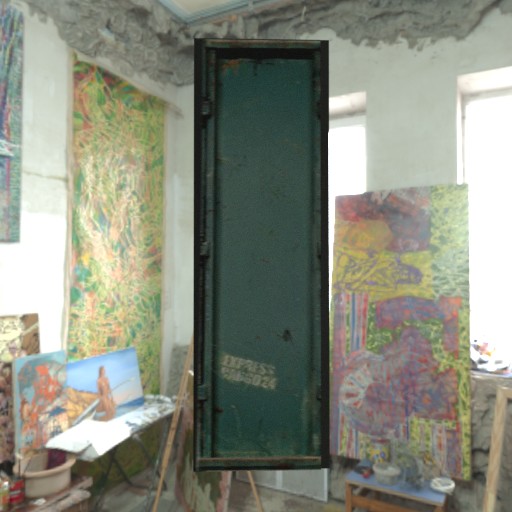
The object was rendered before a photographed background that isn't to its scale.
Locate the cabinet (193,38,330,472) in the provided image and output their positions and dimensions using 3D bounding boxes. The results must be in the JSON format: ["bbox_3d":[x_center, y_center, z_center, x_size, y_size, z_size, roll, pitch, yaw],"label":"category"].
[{"bbox_3d":[0.000,0.000,3.215,0.680,2.160,2.000,0,-1,-2],"label":"cabinet"}]
